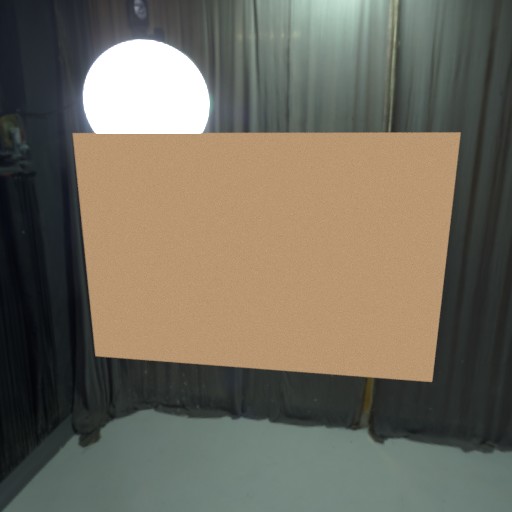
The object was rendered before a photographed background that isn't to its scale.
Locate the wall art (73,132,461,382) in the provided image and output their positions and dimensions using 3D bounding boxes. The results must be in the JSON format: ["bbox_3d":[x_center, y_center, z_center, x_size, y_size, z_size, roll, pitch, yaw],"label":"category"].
[{"bbox_3d":[0.000,0.000,0.761,0.609,0.407,0.039,2,15,8],"label":"wall art"}]
